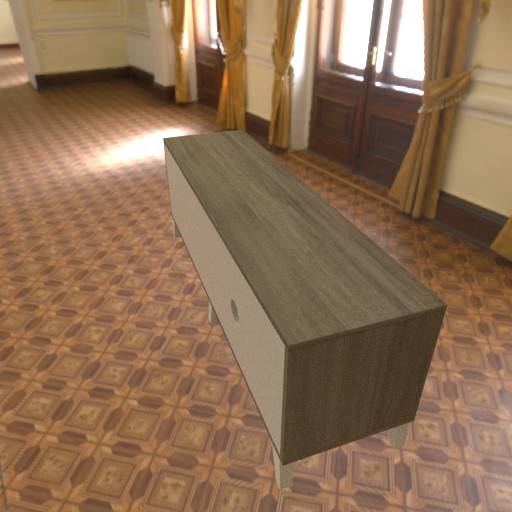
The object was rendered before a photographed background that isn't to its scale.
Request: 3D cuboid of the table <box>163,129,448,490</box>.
[{"bbox_3d":[0.000,0.000,1.704,0.400,0.530,1.500,-11,33,-17],"label":"table"}]
